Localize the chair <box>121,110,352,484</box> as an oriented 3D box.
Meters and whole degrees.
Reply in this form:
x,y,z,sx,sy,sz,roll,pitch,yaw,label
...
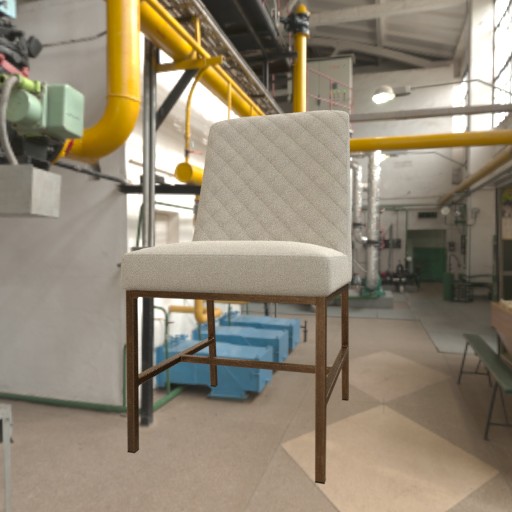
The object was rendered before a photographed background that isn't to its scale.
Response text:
x,y,z,sx,sy,sz,roll,pitch,yaw,label
0.000,0.000,1.251,0.503,0.933,0.597,1,2,17,chair
